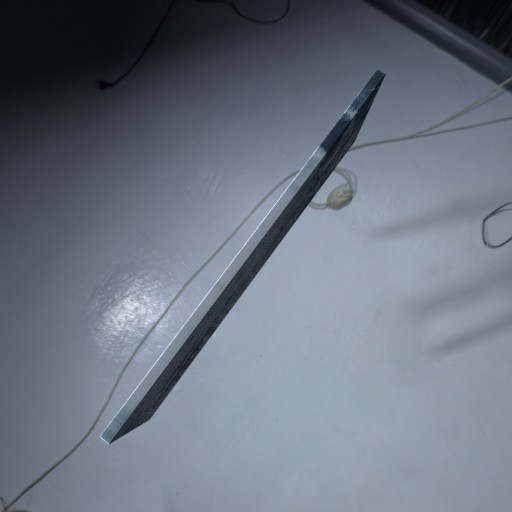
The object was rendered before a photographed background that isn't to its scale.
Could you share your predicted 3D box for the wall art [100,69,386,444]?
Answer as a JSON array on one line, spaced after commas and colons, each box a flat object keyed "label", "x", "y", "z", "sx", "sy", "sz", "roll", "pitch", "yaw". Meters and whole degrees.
[{"label": "wall art", "x": 0.000, "y": 0.000, "z": 1.692, "sx": 0.037, "sy": 0.509, "sz": 1.524, "roll": 35, "pitch": 80, "yaw": 7}]
